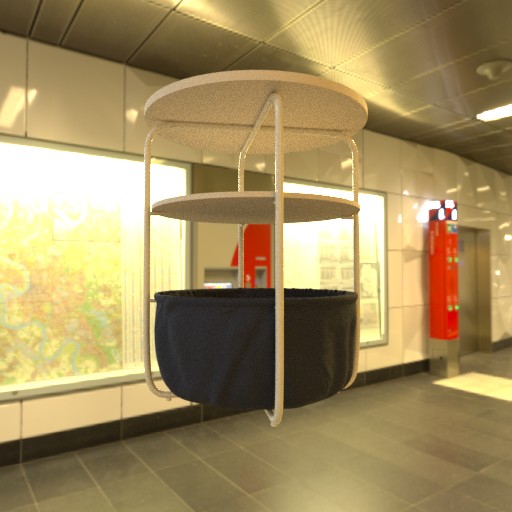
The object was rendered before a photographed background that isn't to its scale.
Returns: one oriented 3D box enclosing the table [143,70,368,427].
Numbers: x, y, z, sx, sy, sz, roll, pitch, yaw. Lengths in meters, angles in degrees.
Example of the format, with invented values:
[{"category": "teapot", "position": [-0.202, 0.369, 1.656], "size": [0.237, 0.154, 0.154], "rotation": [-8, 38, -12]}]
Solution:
[{"category": "table", "position": [0.000, 0.000, 0.849], "size": [0.418, 0.532, 0.418], "rotation": [-1, -2, 35]}]
